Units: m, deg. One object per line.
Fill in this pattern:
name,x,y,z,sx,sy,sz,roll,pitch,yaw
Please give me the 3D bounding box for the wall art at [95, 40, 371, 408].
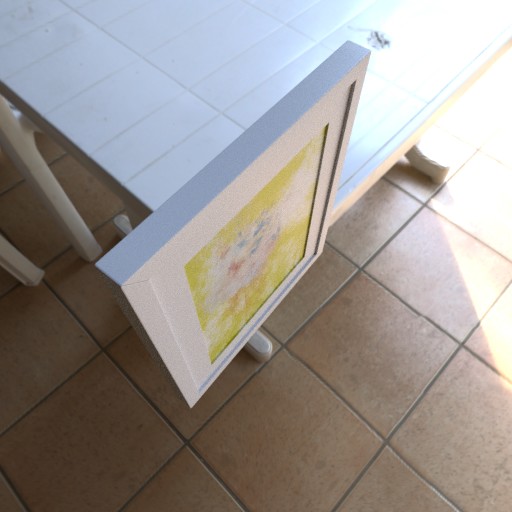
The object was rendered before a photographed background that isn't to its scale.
wall art,0.000,0.000,0.534,0.028,0.381,0.331,34,65,19
